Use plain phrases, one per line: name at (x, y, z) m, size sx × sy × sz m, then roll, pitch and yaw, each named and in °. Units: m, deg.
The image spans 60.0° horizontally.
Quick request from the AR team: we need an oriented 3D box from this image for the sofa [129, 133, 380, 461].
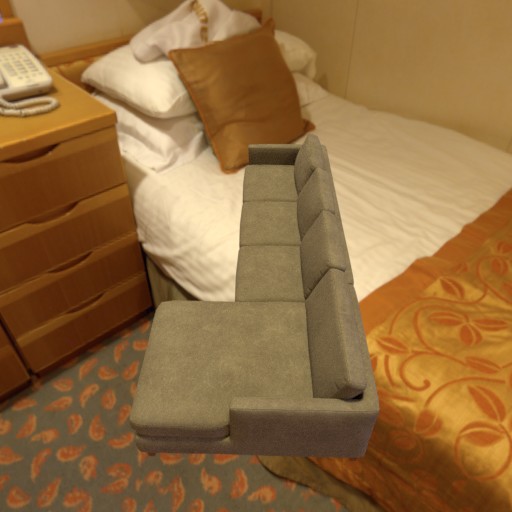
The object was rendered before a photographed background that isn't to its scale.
sofa at (0.000, 0.000, 4.130) m, size 1.604 × 0.950 × 3.471 m, roll 1°, pitch 41°, yaw 1°
